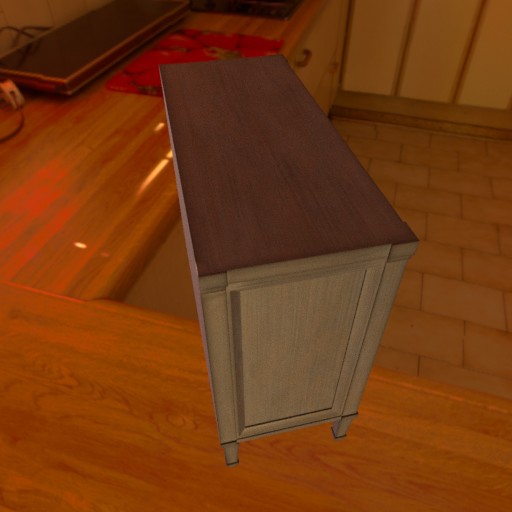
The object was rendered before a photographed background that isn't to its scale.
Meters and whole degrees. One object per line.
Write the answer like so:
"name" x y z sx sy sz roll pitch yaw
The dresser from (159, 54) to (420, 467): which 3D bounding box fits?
"dresser" 0.000 0.000 1.576 0.463 0.986 1.049 -9 45 -9
